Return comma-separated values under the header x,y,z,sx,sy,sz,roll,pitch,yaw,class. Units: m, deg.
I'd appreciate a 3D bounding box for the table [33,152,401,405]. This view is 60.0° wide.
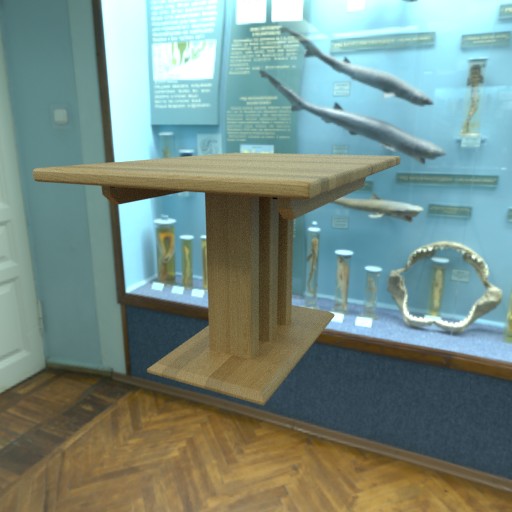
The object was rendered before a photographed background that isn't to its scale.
x,y,z,sx,sy,sz,roll,pitch,yaw,class
0.000,0.000,1.832,0.900,0.770,1.300,7,17,25,table
